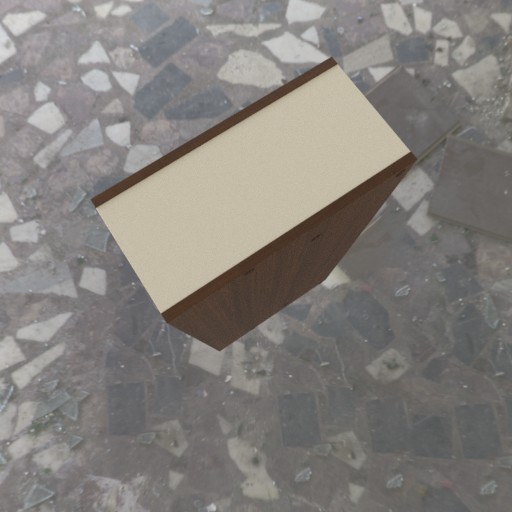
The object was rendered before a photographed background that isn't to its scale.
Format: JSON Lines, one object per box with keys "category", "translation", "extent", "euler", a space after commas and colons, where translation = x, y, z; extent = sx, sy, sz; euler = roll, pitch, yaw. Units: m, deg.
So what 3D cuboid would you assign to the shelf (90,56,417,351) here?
{"category": "shelf", "translation": [0.000, 0.000, 0.724], "extent": [0.290, 0.600, 0.147], "euler": [-33, 78, -8]}
